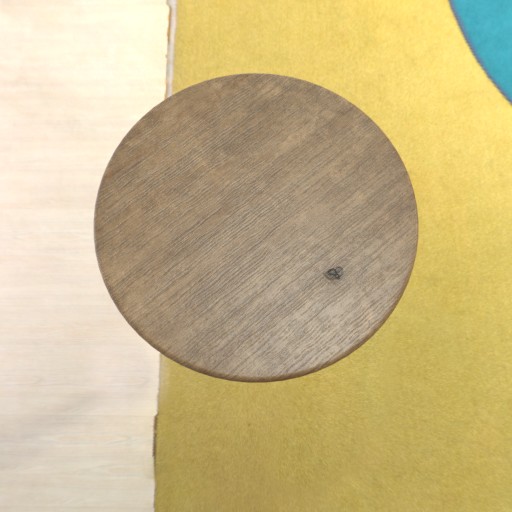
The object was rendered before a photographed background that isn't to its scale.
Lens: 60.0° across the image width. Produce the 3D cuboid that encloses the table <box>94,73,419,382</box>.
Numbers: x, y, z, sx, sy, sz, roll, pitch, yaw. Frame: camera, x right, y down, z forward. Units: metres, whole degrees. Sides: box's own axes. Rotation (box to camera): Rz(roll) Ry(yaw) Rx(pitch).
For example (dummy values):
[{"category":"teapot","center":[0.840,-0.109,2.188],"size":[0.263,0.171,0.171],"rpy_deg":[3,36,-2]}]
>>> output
[{"category":"table","center":[0.000,0.000,0.806],"size":[0.432,0.460,0.432],"rpy_deg":[0,76,0]}]
